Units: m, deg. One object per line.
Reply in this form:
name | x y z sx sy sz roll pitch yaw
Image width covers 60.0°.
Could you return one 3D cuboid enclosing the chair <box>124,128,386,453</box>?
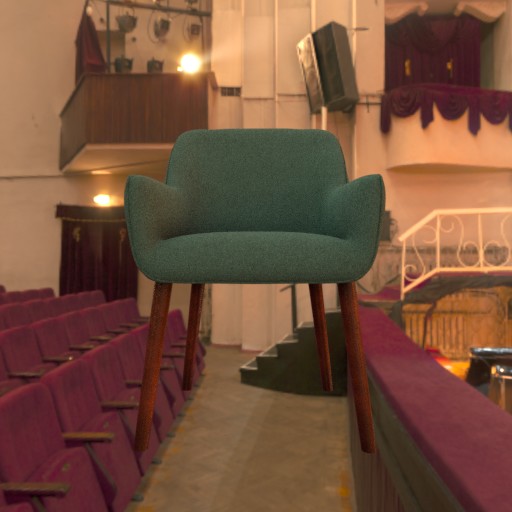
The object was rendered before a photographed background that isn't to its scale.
chair | 0.000 0.000 1.148 0.543 0.803 0.519 0 -1 1
